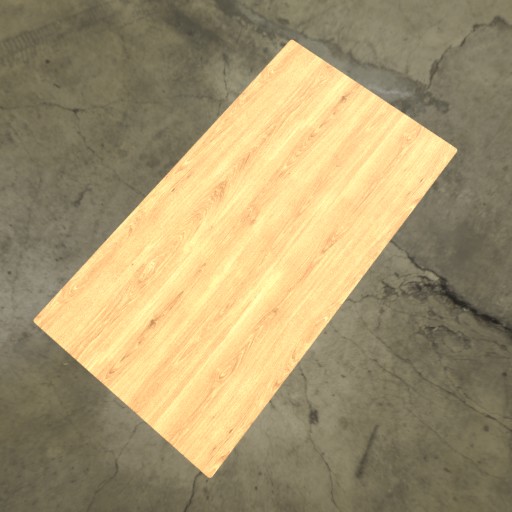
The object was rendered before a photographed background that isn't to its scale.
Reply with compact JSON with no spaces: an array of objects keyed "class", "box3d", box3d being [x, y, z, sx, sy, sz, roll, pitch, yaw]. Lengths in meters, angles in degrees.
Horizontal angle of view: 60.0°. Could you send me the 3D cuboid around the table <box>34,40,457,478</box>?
[{"class":"table","box3d":[0.000,0.000,2.052,0.900,0.760,1.600,38,79,9]}]
